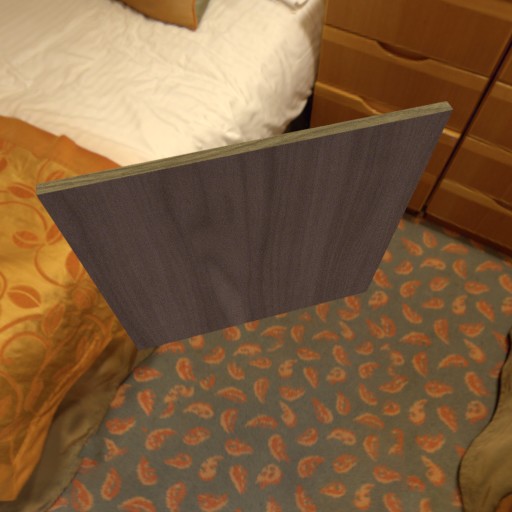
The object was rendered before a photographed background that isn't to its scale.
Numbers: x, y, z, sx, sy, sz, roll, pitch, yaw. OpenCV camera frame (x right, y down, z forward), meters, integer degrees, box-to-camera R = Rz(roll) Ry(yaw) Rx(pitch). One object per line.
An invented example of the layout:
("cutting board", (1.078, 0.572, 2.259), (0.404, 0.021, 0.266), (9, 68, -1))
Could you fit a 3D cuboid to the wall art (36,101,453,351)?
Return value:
("wall art", (0.000, 0.000, 0.740), (0.508, 0.507, 0.016), (-13, 60, -8))
